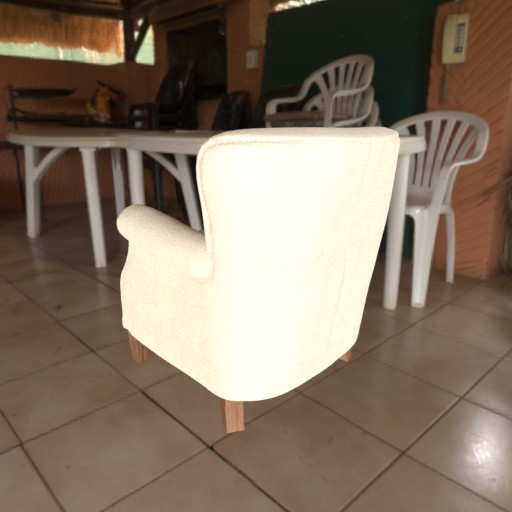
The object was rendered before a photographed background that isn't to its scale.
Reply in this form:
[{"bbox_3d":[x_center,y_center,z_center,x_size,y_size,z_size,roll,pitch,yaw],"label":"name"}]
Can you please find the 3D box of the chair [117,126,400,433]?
[{"bbox_3d":[0.000,0.000,1.668,0.861,0.936,0.921,-16,23,-42],"label":"chair"}]
